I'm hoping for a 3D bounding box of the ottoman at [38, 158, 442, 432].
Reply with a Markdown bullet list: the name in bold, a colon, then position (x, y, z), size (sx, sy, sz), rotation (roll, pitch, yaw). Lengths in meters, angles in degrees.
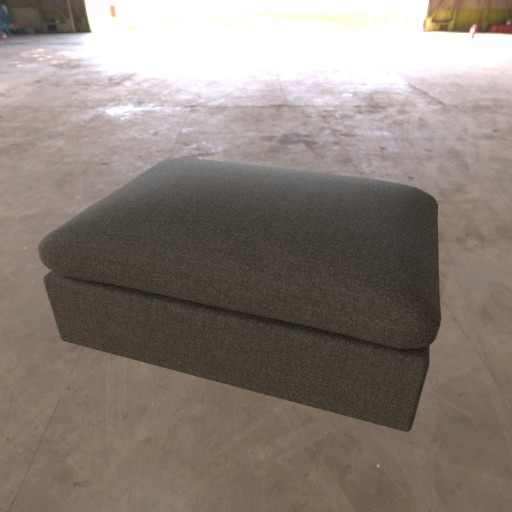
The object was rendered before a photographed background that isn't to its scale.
- **ottoman**: position (0.000, 0.000, 1.395), size (1.041, 0.483, 0.711), rotation (10, 33, 16)
